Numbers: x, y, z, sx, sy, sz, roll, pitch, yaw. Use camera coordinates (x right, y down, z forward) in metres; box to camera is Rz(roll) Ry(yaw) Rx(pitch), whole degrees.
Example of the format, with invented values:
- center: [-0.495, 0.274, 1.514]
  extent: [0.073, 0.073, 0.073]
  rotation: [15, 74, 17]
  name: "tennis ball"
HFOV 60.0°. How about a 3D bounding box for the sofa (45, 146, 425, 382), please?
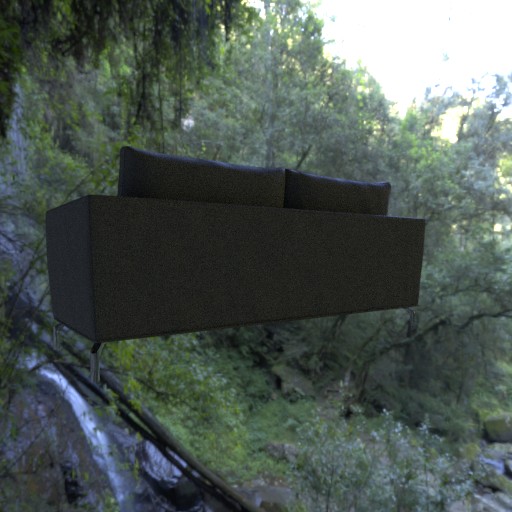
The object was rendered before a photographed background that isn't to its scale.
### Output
- center: [0.000, 0.000, 2.693]
  extent: [2.212, 1.002, 0.869]
  rotation: [0, 1, -35]
  name: "sofa"
